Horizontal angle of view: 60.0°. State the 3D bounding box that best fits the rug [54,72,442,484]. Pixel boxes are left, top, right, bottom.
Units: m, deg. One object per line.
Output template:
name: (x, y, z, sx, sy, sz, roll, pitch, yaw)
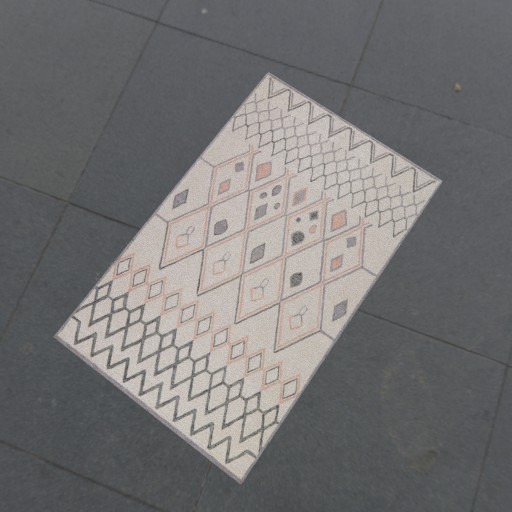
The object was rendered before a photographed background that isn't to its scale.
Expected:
rug: (0.000, 0.000, 3.035, 1.524, 0.015, 2.438, 35, 79, 8)
